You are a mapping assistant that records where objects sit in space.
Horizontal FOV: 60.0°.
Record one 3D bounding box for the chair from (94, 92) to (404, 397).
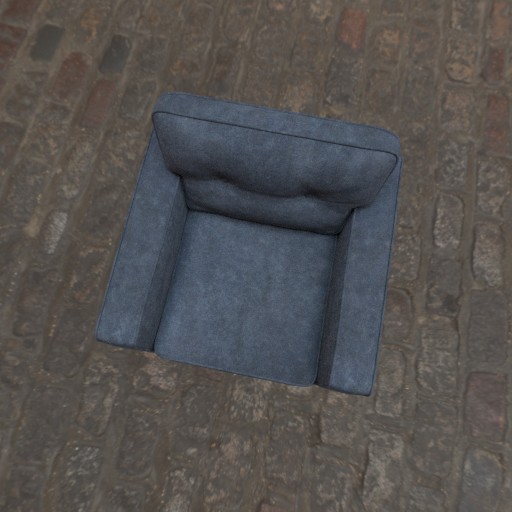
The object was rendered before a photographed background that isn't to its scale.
[{"bbox_3d":[0.000,0.000,1.796,1.015,0.965,0.939,11,76,3],"label":"chair"}]
